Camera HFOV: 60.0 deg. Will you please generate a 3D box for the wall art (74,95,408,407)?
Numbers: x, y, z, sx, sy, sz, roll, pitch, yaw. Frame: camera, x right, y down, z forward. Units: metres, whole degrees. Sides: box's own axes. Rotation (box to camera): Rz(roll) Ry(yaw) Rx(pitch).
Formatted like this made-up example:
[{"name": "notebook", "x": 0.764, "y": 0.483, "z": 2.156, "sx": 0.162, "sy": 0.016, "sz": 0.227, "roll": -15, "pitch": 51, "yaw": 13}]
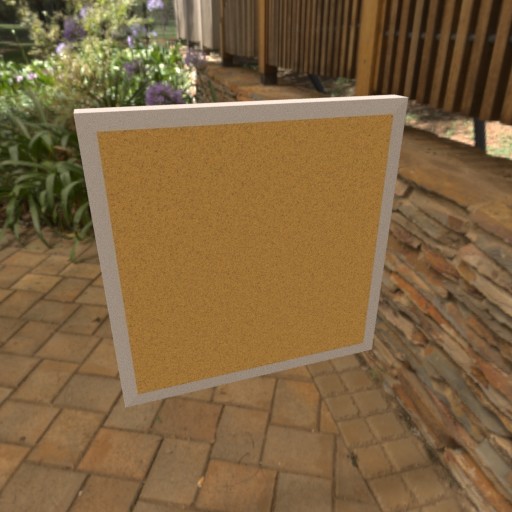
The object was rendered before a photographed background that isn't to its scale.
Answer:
[{"name": "wall art", "x": 0.000, "y": 0.000, "z": 1.959, "sx": 1.289, "sy": 1.291, "sz": 0.098, "roll": -9, "pitch": 28, "yaw": -17}]
